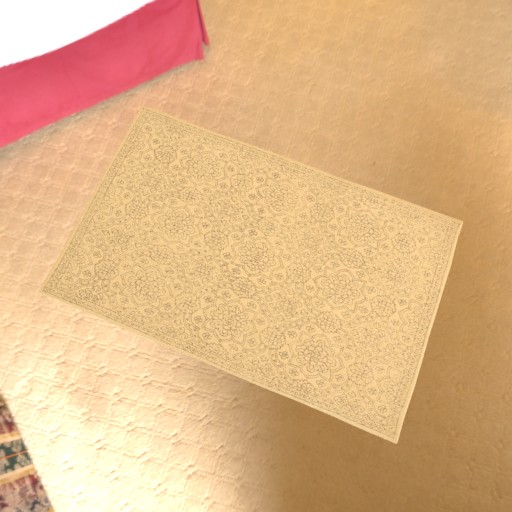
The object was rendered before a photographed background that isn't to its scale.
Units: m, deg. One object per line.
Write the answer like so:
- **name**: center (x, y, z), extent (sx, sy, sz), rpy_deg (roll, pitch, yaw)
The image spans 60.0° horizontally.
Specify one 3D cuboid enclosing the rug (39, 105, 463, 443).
- **rug**: center (0.000, 0.000, 2.942), extent (2.434, 0.023, 1.518), rpy_deg (21, 75, 6)
